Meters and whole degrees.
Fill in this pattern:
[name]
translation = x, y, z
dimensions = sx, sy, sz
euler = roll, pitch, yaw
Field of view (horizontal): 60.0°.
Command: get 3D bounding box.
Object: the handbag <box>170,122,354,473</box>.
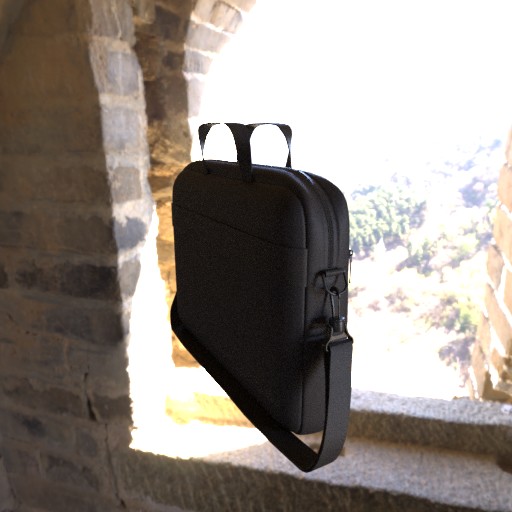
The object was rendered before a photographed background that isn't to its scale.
[handbag]
translation = 0.000, 0.000, 0.573
dimensions = 0.126, 0.330, 0.429
euler = -8, 17, -28
